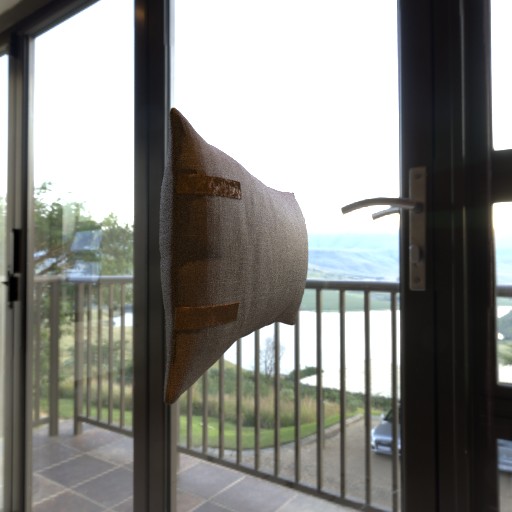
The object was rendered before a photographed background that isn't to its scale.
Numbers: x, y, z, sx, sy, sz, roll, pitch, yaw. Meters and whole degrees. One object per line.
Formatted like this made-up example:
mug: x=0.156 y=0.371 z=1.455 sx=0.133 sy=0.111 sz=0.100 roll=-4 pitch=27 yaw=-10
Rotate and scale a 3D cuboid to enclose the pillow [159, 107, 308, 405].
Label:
pillow: x=0.000 y=0.000 z=0.736 sx=0.148 sy=0.308 sz=0.612 roll=0 pitch=-1 yaw=17
